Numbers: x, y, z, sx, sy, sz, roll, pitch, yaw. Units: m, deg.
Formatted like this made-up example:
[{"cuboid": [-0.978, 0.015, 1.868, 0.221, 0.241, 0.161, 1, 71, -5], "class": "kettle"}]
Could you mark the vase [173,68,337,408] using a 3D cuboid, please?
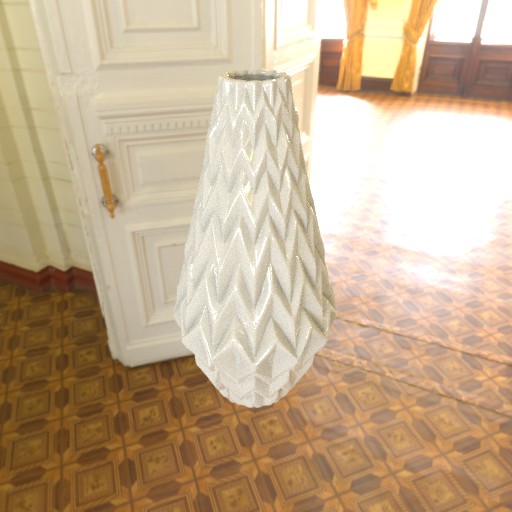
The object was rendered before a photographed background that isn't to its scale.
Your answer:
[{"cuboid": [0.000, 0.000, 0.426, 0.167, 0.328, 0.167, 0, 32, 0], "class": "vase"}]
